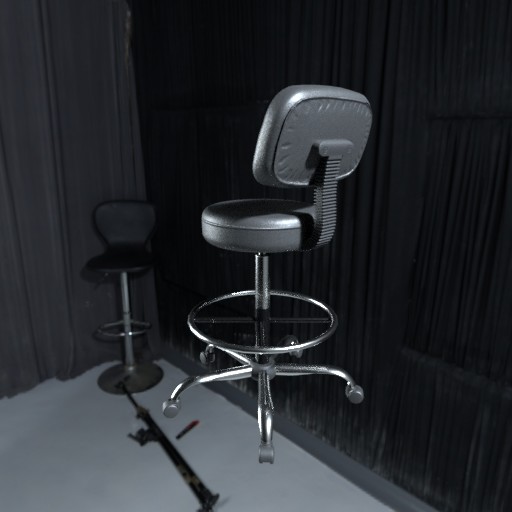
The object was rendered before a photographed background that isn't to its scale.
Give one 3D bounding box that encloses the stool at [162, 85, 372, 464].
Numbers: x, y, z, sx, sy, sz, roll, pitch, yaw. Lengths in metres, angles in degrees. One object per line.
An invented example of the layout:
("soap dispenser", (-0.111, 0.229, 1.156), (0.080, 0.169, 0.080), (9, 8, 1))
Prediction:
("stool", (0.000, 0.000, 1.538), (0.694, 1.069, 0.658), (-14, 21, -41))
